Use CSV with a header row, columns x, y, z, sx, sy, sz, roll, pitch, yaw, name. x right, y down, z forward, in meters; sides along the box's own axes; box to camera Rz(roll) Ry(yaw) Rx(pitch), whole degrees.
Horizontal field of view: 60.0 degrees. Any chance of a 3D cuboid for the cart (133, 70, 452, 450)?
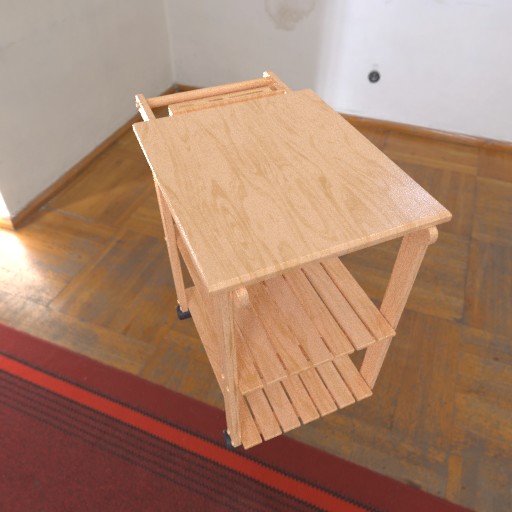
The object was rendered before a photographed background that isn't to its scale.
x,y,z,sx,sy,sz,roll,pitch,yaw,name
0.000,0.000,1.368,0.520,0.816,0.843,-17,48,-16,cart
